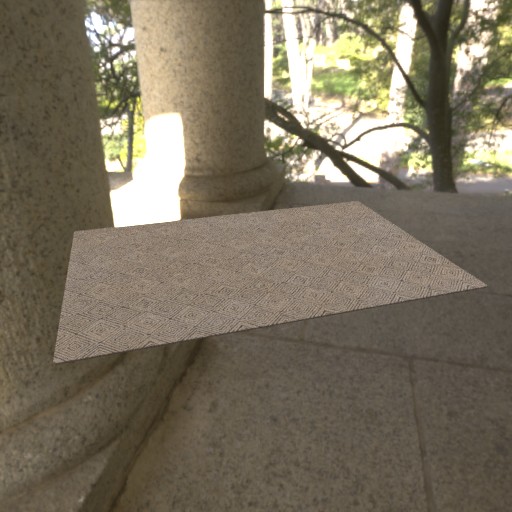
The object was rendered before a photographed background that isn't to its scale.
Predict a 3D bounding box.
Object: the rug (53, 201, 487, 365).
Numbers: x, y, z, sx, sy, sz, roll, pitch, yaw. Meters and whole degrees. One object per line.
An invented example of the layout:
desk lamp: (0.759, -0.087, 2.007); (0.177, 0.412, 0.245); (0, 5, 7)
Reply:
rug: (0.000, 0.000, 2.226); (1.783, 0.008, 1.175); (-8, 27, -15)
